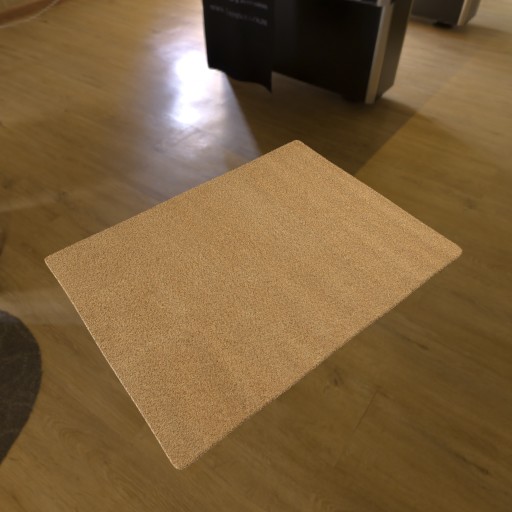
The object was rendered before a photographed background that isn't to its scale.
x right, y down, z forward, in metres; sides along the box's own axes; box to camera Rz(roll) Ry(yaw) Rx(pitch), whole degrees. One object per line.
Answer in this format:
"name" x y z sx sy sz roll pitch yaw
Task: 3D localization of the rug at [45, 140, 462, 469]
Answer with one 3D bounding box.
"rug" 0.000 0.000 2.106 1.600 0.025 1.199 -30 55 -25
